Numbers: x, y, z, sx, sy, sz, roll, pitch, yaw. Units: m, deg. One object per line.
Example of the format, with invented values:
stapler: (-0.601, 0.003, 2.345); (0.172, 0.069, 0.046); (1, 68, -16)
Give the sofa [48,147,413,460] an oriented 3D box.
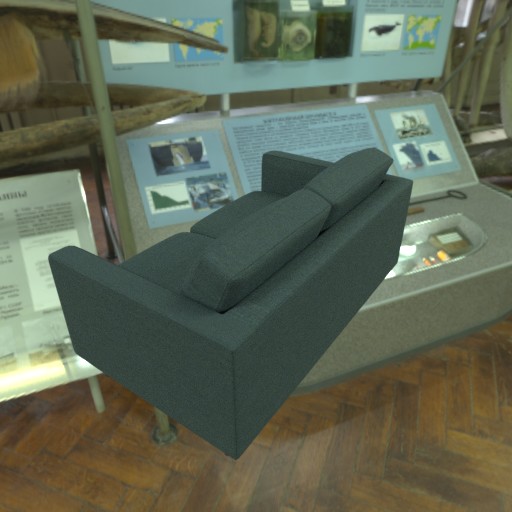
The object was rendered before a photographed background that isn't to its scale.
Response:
sofa: (0.000, 0.000, 2.277); (0.999, 0.907, 1.659); (20, 37, 29)
